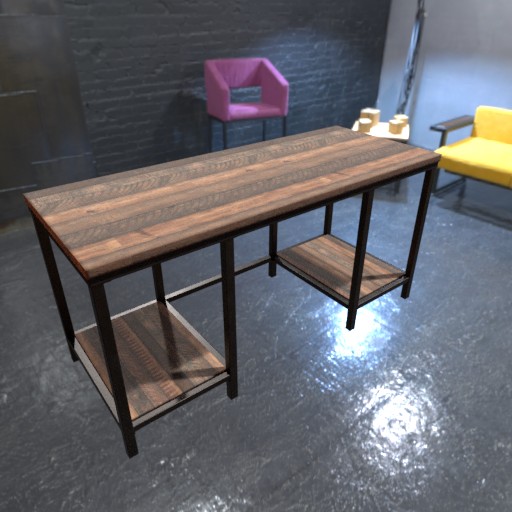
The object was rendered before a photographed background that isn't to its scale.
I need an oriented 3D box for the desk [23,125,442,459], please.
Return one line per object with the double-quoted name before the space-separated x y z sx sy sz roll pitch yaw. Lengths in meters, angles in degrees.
"desk" 0.000 0.000 1.900 1.538 0.753 0.617 -21 36 -32
